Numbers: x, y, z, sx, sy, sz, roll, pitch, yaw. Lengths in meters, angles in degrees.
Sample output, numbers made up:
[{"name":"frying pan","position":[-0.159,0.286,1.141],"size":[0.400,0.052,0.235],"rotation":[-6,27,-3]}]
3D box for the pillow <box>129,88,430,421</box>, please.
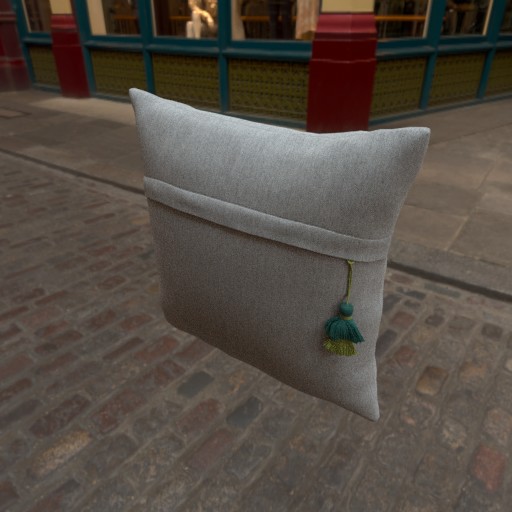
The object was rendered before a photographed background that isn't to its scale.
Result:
[{"name":"pillow","position":[0.000,0.000,0.657],"size":[0.433,0.436,0.173],"rotation":[19,35,29]}]
